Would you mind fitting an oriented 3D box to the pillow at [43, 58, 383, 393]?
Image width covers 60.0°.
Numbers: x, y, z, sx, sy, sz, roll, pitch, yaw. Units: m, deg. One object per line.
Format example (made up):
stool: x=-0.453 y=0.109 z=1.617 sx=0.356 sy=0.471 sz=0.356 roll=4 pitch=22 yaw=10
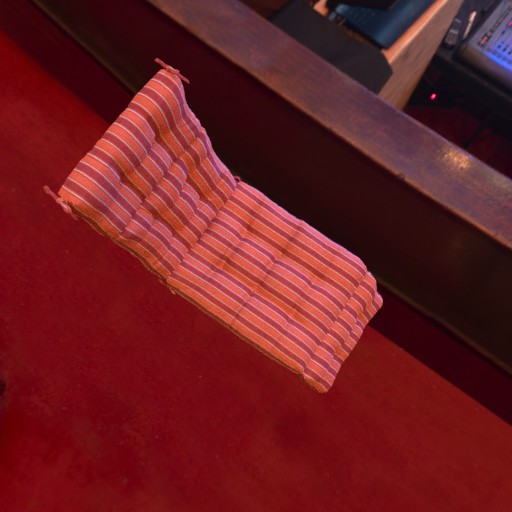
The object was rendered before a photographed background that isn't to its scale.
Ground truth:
pillow: x=0.000 y=0.000 z=1.530 sx=1.016 sy=0.863 sz=0.526 roll=34 pitch=79 yaw=8
